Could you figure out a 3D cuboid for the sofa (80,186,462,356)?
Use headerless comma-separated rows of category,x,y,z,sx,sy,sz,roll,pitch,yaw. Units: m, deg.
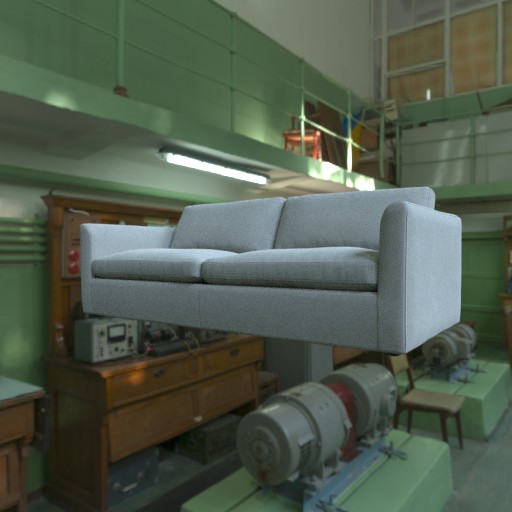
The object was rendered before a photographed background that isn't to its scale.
sofa,0.000,0.000,2.841,2.588,0.838,1.090,0,0,36
